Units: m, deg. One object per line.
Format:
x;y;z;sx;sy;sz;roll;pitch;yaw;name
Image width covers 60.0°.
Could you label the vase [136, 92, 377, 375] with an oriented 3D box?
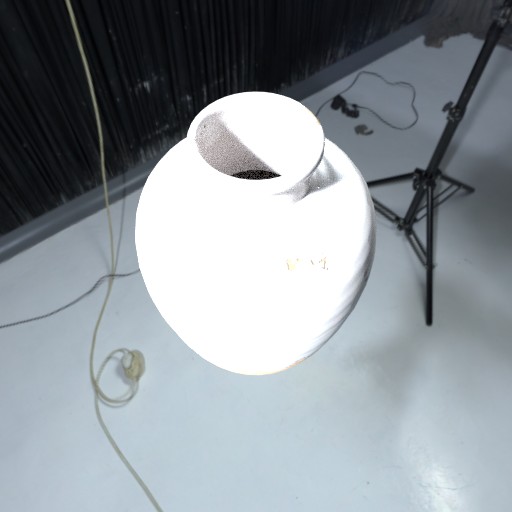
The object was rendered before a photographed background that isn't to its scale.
0.000;0.000;0.321;0.158;0.228;0.158;0;57;0;vase
